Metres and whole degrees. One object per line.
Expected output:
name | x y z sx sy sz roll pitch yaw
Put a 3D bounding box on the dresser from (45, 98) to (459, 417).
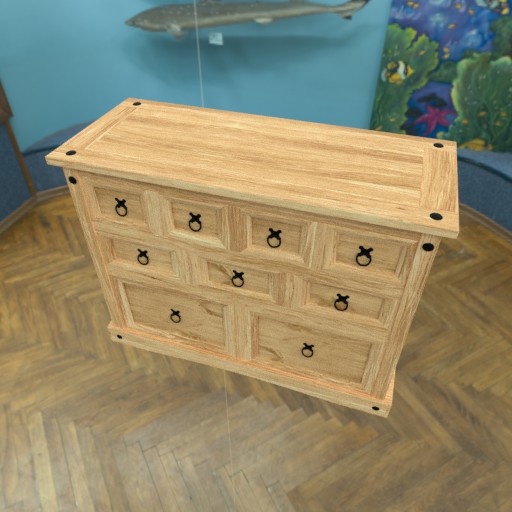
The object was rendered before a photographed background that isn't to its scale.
dresser | 0.000 0.000 1.389 0.990 0.740 0.410 12 42 14
